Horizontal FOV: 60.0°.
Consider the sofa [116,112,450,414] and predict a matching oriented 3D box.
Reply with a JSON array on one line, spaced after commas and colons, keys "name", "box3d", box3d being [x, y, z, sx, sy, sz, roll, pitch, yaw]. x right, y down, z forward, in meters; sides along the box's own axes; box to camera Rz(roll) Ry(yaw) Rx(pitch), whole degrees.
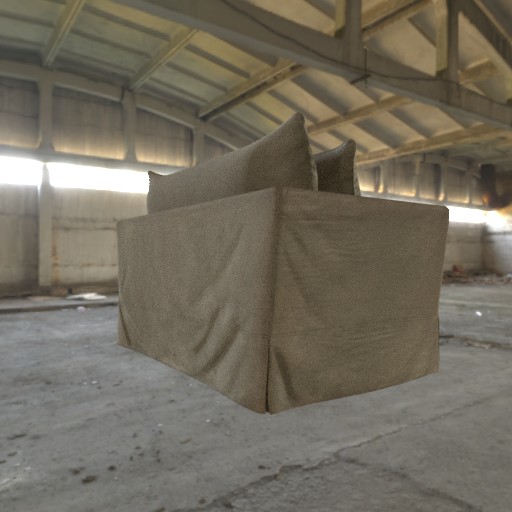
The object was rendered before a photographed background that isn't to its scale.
[{"name": "sofa", "box3d": [0.000, 0.000, 2.320, 1.035, 1.040, 1.608, 0, 0, -35]}]
